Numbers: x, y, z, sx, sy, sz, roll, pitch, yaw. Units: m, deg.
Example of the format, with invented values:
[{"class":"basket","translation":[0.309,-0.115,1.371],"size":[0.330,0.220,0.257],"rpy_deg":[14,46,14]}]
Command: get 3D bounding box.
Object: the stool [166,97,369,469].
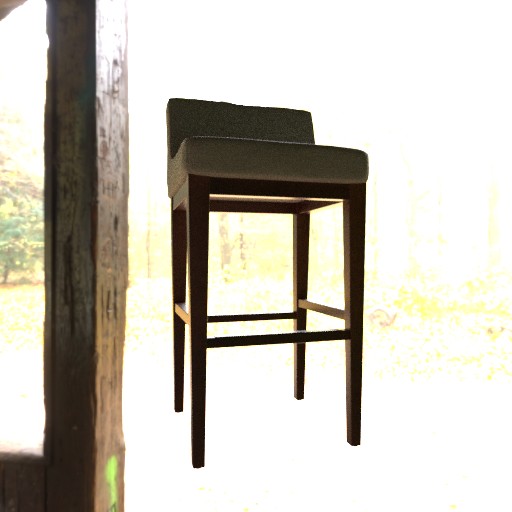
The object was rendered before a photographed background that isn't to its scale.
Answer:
[{"class":"stool","translation":[0.000,0.000,1.350],"size":[0.511,1.037,0.500],"rpy_deg":[0,0,-17]}]
